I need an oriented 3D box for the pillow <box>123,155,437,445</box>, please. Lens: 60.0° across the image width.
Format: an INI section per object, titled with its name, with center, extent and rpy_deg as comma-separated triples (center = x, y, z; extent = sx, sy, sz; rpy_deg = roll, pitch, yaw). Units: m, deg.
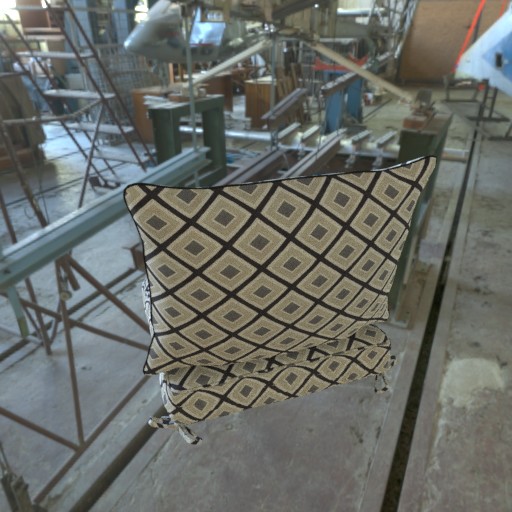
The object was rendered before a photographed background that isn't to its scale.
[pillow]
center = 0.000, 0.000, 1.391
extent = 0.798, 0.722, 0.733
rpy_deg = -9, 29, -17
